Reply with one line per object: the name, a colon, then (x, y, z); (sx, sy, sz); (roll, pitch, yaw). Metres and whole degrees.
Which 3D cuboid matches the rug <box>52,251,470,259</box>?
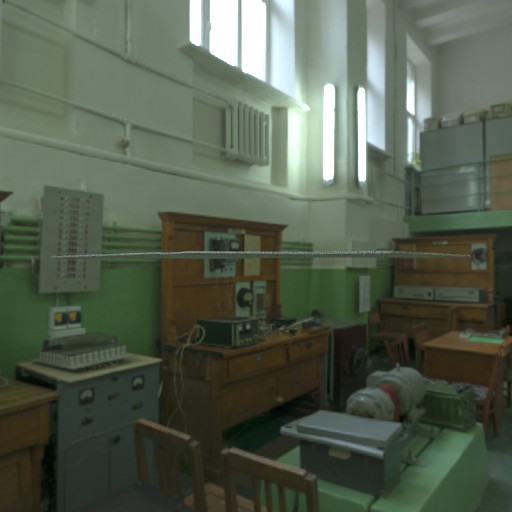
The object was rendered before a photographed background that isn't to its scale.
rug: (0.000, 0.000, 2.280); (1.820, 0.022, 1.179); (-1, -1, 36)
